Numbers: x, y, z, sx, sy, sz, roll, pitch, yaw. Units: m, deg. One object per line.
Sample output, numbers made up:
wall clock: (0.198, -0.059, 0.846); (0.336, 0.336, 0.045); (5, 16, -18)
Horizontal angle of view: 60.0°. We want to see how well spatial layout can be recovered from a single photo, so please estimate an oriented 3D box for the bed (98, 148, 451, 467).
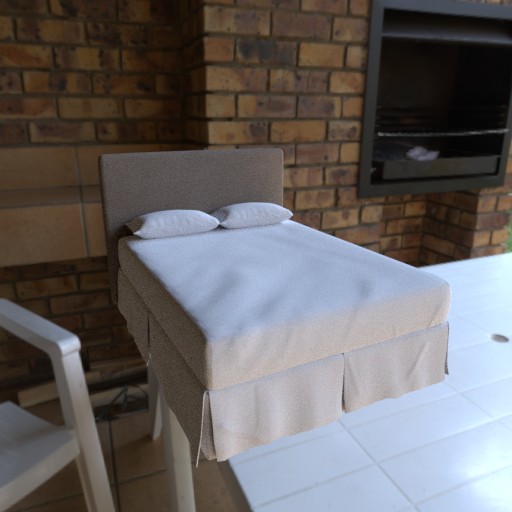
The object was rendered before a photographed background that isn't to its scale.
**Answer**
bed: (0.000, 0.000, 3.136); (1.723, 1.330, 2.142); (-9, 20, -26)
